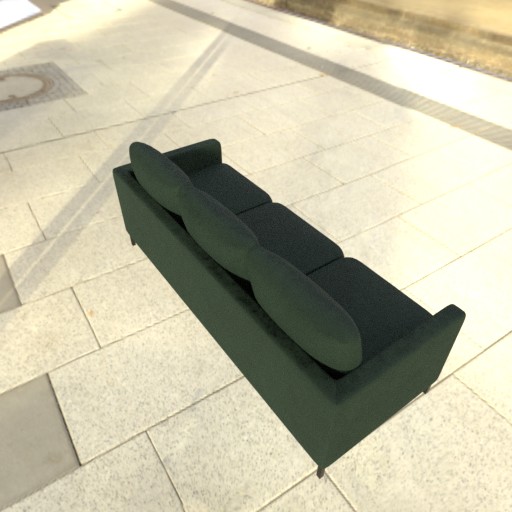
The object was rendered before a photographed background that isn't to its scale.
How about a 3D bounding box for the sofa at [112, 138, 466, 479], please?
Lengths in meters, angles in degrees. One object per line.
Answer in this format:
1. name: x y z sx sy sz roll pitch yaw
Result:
1. sofa: 0.000 0.000 2.672 0.859 0.870 2.218 -25 46 -26
